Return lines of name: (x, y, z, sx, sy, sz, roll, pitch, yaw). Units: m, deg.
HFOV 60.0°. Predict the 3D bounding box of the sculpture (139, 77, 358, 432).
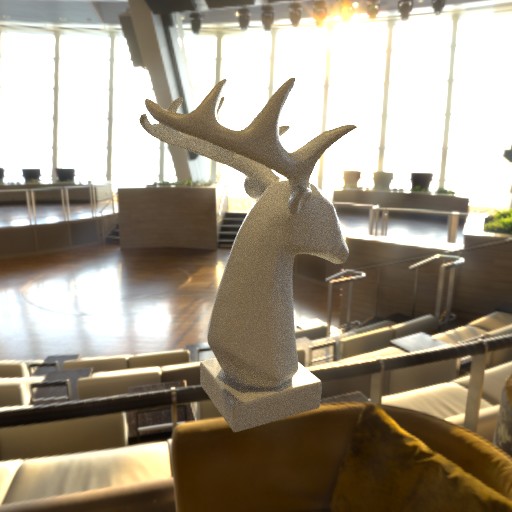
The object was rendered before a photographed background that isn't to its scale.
sculpture: (0.000, 0.000, 0.463, 0.224, 0.329, 0.174, -6, 15, -25)
